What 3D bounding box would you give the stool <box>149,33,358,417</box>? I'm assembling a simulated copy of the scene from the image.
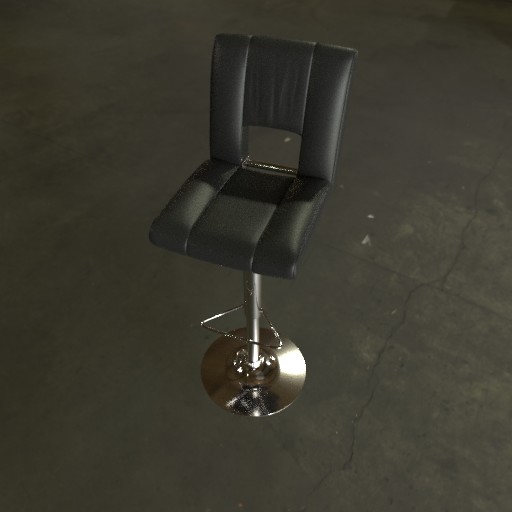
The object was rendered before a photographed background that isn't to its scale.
[{"bbox_3d":[0.000,0.000,1.386,0.415,1.151,0.520,14,44,15],"label":"stool"}]
